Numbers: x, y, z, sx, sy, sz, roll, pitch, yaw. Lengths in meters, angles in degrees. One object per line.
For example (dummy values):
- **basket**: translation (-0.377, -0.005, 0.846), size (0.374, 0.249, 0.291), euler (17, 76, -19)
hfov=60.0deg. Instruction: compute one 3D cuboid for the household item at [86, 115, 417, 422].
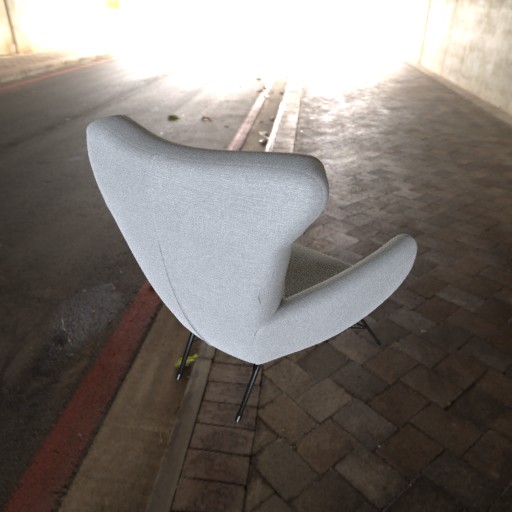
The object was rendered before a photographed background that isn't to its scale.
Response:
- **household item**: translation (0.000, 0.000, 1.721), size (0.980, 1.050, 0.900), euler (22, 36, 33)
